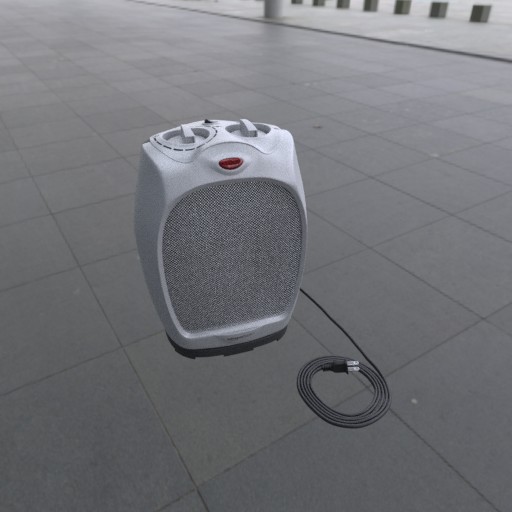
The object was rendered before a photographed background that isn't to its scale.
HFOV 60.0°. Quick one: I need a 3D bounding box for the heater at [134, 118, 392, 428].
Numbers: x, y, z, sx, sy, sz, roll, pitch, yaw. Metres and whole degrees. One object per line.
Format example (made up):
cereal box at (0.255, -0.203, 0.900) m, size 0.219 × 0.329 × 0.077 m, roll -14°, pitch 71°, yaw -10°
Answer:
heater at (0.000, 0.000, 0.471) m, size 0.239 × 0.255 × 0.291 m, roll -10°, pitch 34°, yaw -14°
